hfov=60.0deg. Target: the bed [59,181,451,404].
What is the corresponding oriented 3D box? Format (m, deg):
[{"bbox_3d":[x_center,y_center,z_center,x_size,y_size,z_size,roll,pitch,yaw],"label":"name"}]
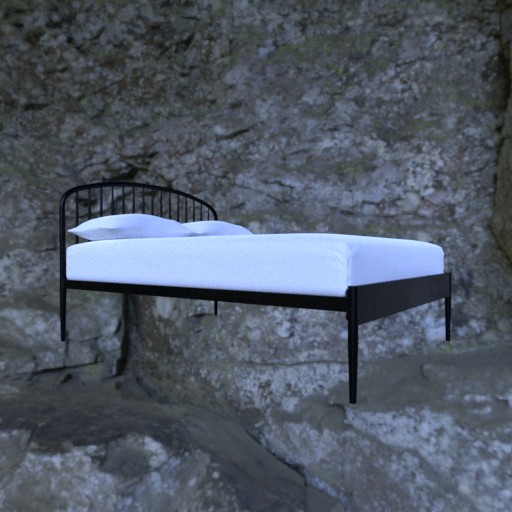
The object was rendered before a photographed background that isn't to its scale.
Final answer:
[{"bbox_3d":[0.000,0.000,3.034,2.159,1.166,1.618,0,0,36],"label":"bed"}]
